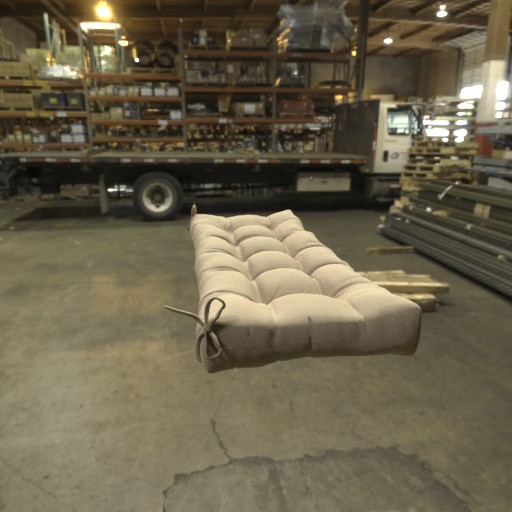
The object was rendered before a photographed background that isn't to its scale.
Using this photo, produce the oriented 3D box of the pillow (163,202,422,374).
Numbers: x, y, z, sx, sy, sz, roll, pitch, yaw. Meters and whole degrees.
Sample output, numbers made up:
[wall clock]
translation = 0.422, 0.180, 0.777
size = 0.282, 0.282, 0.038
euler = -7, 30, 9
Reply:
[pillow]
translation = 0.000, 0.000, 1.374
size = 0.511, 0.174, 1.194
euler = -2, 16, -9
